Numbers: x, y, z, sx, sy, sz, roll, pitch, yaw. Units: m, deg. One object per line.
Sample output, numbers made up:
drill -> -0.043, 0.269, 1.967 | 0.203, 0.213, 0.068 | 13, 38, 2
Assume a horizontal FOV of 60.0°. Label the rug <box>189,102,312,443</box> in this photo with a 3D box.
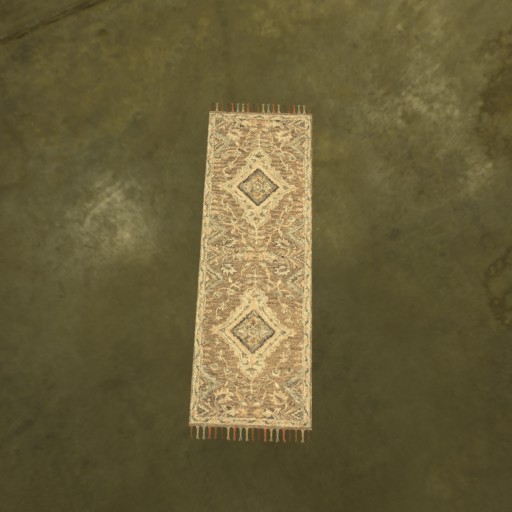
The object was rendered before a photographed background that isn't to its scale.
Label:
rug -> 0.000, 0.000, 2.920 | 1.324, 0.018, 2.378 | 17, 76, 4
